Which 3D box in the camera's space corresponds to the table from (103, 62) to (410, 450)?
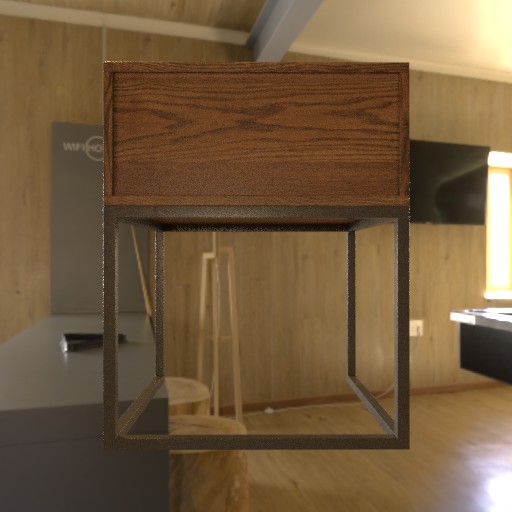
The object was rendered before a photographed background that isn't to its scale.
[{"bbox_3d":[0.000,0.000,0.896,0.482,0.610,0.400,0,0,0],"label":"table"}]
